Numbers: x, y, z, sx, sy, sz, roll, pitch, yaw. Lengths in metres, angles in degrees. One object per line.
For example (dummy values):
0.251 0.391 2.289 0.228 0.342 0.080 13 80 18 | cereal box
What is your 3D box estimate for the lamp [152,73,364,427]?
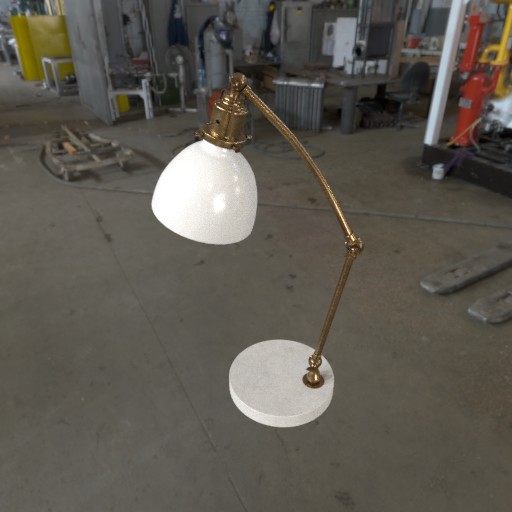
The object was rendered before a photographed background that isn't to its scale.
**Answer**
0.000 0.000 0.681 0.317 0.522 0.186 8 31 14 | lamp
